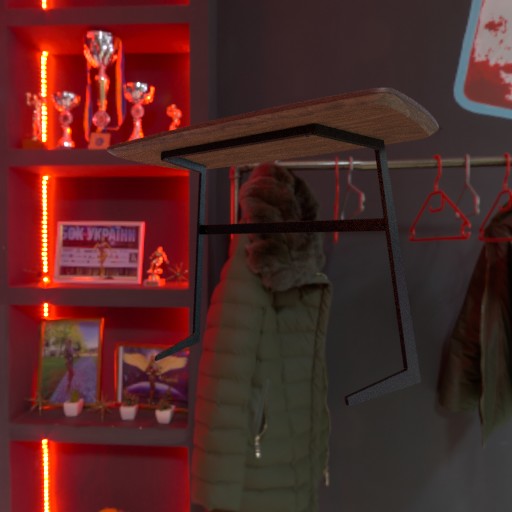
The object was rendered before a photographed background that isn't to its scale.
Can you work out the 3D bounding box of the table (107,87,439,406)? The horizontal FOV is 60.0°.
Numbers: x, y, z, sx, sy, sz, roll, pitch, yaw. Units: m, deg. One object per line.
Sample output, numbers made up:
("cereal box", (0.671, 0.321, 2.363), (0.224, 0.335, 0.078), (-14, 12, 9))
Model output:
("table", (0.000, 0.000, 1.094), (0.804, 0.576, 0.361), (1, 2, 37))
